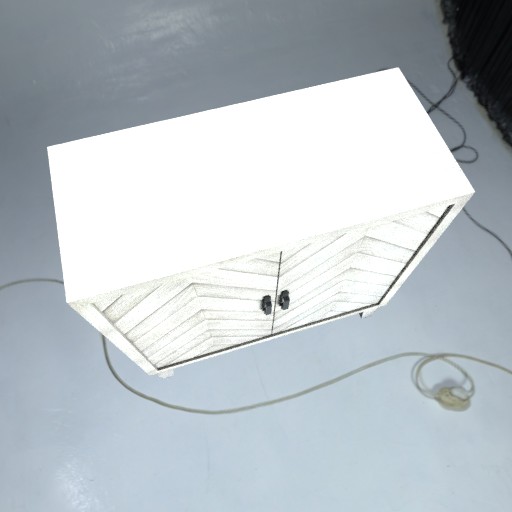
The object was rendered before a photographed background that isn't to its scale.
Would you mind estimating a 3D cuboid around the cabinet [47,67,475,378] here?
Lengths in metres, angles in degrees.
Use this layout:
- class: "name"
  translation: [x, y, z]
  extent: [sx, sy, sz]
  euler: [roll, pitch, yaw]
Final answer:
- class: "cabinet"
  translation: [0.000, 0.000, 1.234]
  extent: [0.781, 0.787, 0.370]
  euler: [-15, 65, -7]
